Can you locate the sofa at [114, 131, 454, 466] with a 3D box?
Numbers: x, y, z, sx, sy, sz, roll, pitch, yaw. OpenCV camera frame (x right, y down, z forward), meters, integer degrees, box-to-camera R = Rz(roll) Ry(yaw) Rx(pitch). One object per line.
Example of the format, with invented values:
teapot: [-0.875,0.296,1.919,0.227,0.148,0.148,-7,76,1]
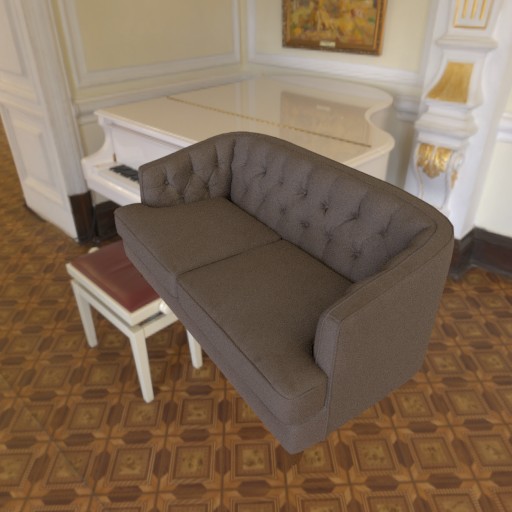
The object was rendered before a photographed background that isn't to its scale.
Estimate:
sofa: [0.000,0.000,2.258,0.941,0.855,1.733,-19,37,-28]
